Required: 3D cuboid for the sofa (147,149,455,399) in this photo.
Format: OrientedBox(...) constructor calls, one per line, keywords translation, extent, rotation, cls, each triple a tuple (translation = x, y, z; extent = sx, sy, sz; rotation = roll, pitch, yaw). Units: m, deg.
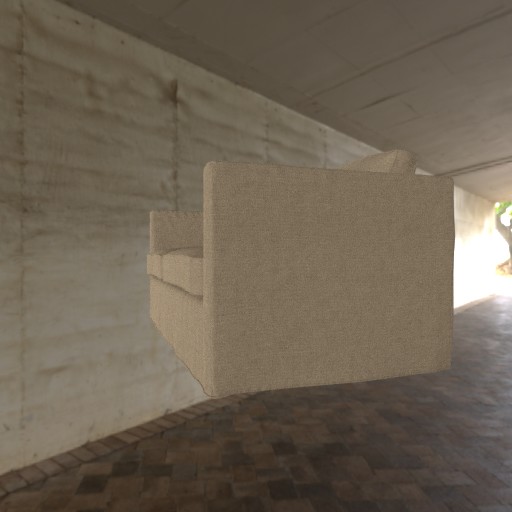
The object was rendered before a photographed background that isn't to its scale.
OrientedBox(translation=(0.000, 0.000, 2.272), extent=(0.956, 0.828, 1.766), rotation=(0, 0, -19), cls="sofa")
